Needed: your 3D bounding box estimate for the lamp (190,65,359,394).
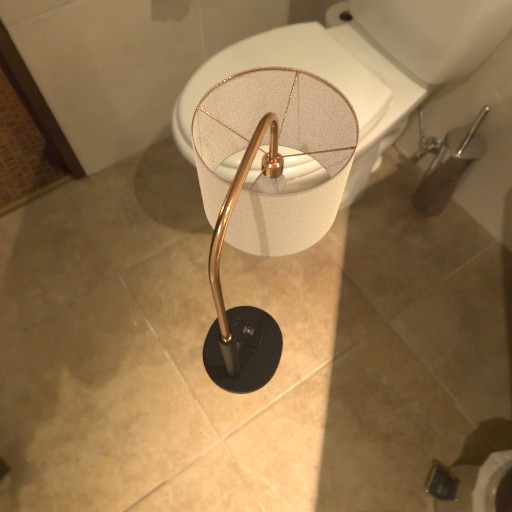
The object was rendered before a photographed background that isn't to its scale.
[{"bbox_3d":[0.000,0.000,0.687,0.199,0.540,0.337,17,65,8],"label":"lamp"}]
